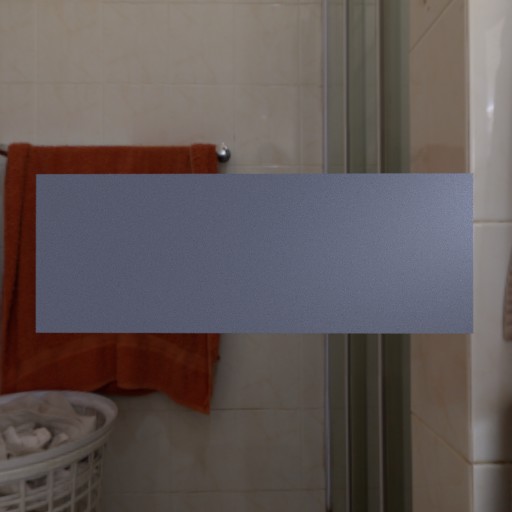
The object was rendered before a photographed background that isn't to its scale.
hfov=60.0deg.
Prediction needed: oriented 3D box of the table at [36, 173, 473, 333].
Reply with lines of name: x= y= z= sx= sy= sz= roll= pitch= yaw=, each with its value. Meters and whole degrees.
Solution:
table: x=0.000 y=0.000 z=1.212 sx=0.801 sy=0.299 sz=0.801 roll=0 pitch=0 yaw=1
